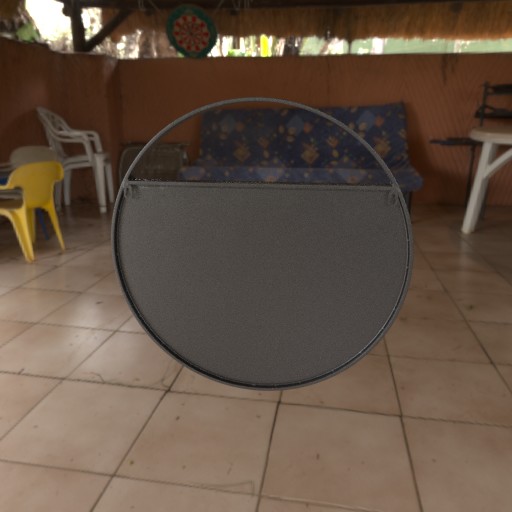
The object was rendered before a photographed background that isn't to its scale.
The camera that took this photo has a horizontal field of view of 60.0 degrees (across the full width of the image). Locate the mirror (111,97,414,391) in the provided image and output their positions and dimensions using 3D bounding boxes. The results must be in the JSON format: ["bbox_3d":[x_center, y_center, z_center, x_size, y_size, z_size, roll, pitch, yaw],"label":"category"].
[{"bbox_3d":[0.000,0.000,0.838,0.565,0.565,0.032,3,17,8],"label":"mirror"}]
